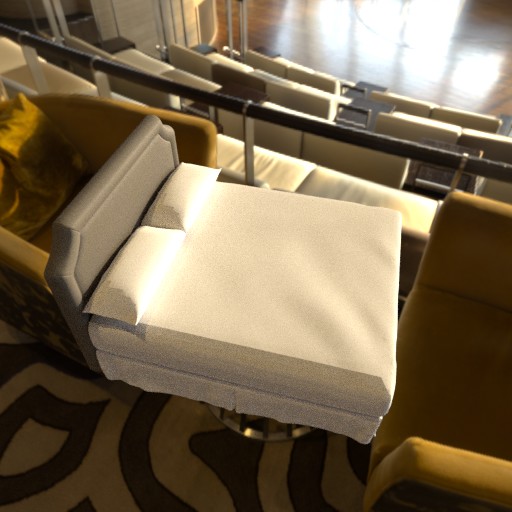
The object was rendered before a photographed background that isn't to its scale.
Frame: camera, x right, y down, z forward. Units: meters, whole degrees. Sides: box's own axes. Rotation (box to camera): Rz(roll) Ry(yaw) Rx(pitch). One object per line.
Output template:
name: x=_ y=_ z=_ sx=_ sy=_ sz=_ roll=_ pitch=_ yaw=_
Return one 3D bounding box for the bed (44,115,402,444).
bed: x=0.000 y=0.000 z=3.907 sx=2.536 sy=1.561 sz=2.194 roll=11 pitch=47 yaw=10
